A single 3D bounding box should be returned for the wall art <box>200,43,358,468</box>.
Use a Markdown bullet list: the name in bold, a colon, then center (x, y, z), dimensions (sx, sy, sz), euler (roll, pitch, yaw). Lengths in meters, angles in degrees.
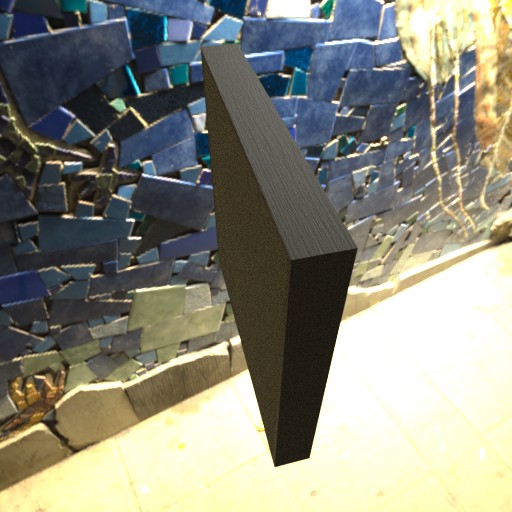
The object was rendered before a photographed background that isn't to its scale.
- **wall art**: center (0.000, 0.000, 0.449), dimensions (0.038, 0.303, 0.304), euler (-10, 46, -10)
